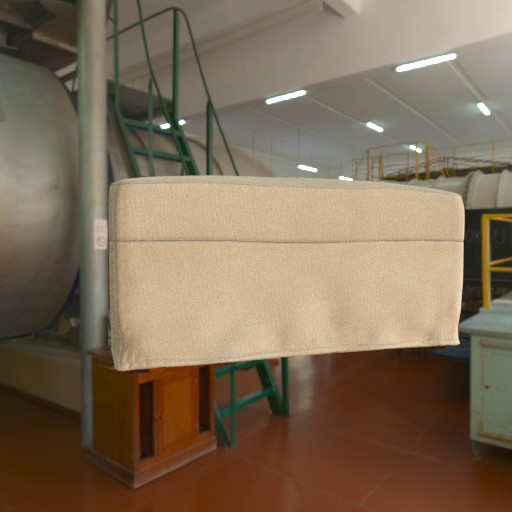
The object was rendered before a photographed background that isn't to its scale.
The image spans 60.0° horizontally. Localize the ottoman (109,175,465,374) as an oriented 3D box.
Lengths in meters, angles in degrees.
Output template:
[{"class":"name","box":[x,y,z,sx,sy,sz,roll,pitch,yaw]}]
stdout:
[{"class":"ottoman","box":[0.000,0.000,1.349,0.842,0.441,0.843,-1,2,-17]}]
